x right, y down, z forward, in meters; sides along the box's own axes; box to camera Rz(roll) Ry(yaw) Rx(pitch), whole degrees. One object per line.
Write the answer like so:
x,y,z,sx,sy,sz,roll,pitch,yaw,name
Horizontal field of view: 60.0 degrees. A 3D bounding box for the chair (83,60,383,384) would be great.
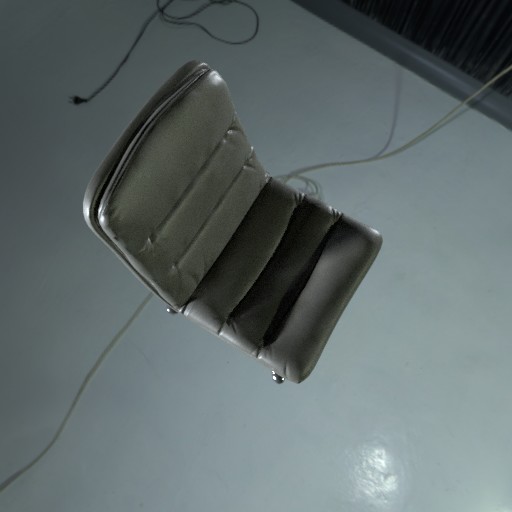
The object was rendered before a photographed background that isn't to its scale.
0.000,0.000,1.036,0.485,0.738,0.422,31,76,8,chair
